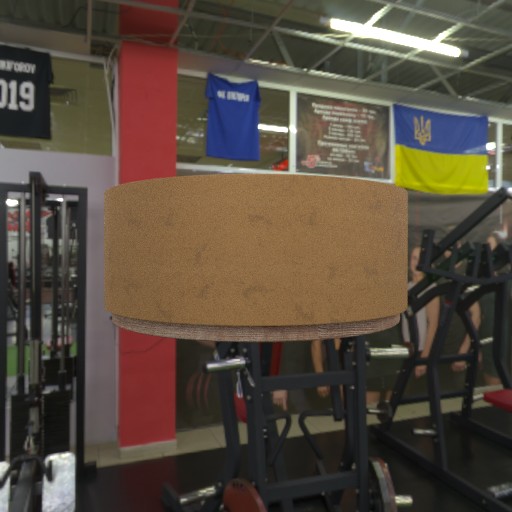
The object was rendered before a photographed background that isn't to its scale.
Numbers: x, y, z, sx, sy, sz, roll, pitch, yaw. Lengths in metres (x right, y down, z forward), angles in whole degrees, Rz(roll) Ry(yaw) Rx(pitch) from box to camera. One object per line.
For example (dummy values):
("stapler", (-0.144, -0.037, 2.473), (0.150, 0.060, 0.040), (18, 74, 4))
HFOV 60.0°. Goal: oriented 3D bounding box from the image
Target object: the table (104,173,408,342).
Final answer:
("table", (0.000, 0.000, 1.546), (1.001, 0.409, 1.001), (0, 1, 0))
